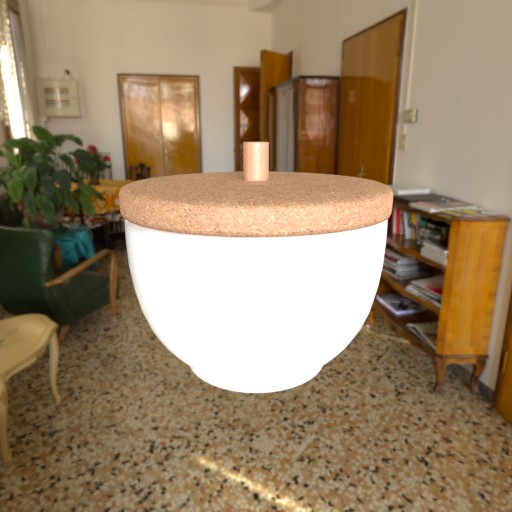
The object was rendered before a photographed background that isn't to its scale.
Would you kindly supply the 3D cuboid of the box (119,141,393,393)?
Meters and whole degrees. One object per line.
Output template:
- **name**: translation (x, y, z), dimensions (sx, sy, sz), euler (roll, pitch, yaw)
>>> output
- **box**: translation (0.000, 0.000, 0.188), dimensions (0.107, 0.094, 0.107), euler (0, 16, 0)
